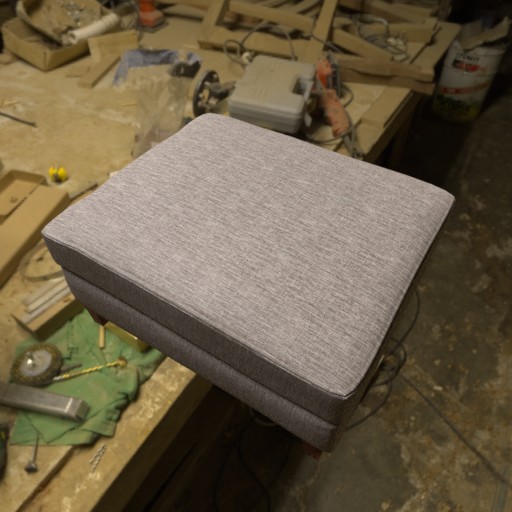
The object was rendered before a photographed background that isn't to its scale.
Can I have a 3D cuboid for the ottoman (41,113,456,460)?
[{"bbox_3d":[0.000,0.000,1.469,0.994,0.492,0.839,25,51,22],"label":"ottoman"}]
